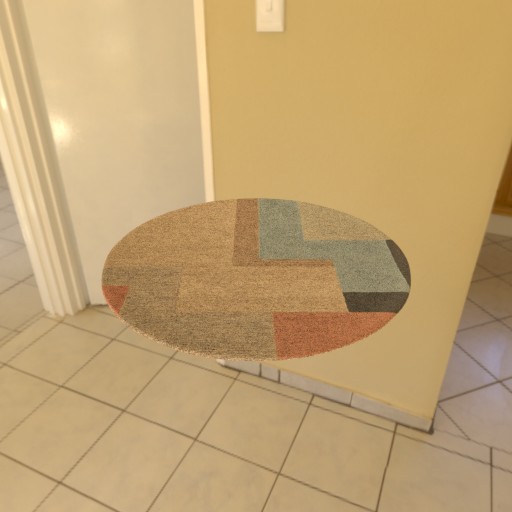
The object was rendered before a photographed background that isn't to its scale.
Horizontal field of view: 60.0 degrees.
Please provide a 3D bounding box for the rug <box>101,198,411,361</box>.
[{"bbox_3d":[0.000,0.000,3.664,2.461,0.033,2.461,0,30,0],"label":"rug"}]
